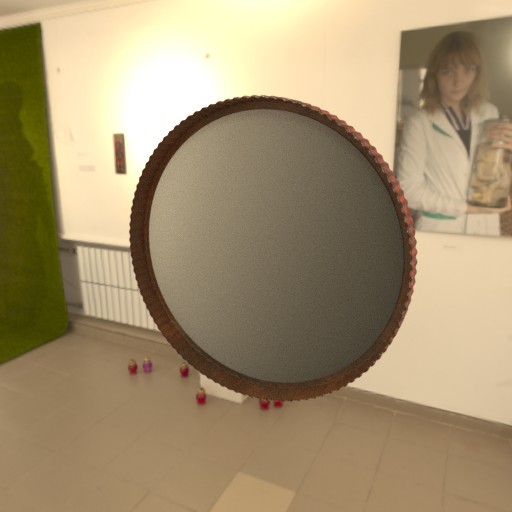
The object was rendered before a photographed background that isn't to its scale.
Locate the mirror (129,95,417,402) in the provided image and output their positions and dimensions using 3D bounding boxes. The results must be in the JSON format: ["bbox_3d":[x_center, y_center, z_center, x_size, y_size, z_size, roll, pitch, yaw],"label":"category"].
[{"bbox_3d":[0.000,0.000,0.892,0.609,0.609,0.056,7,15,25],"label":"mirror"}]
